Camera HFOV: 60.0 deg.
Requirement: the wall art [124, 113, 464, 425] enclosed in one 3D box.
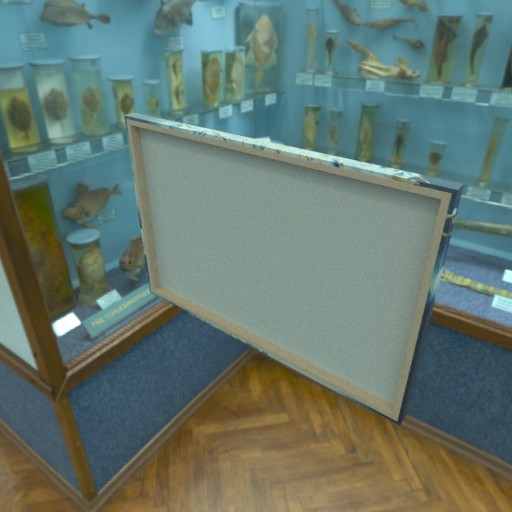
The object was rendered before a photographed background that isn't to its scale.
[{"bbox_3d":[0.000,0.000,1.173,0.912,0.608,0.038,21,37,32],"label":"wall art"}]
